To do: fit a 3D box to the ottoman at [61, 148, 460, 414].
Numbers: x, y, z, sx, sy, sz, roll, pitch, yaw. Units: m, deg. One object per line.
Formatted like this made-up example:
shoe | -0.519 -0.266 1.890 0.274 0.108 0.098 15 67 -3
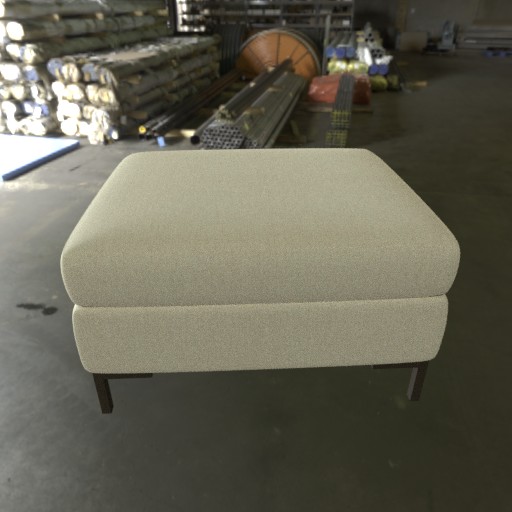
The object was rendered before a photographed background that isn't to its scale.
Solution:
ottoman | 0.000 0.000 1.188 0.794 0.453 0.657 -1 30 -3
